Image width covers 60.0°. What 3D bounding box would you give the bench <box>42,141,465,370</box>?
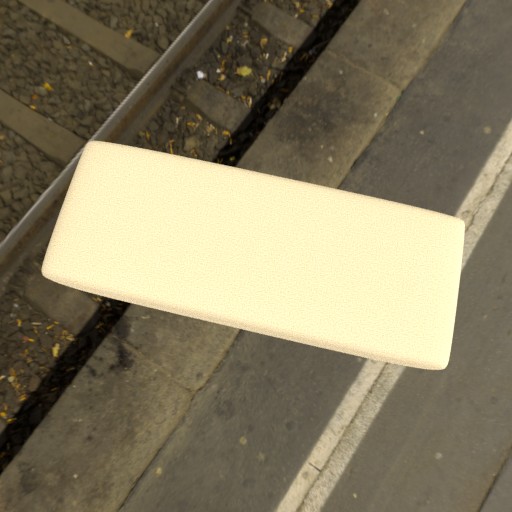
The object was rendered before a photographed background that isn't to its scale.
[{"bbox_3d":[0.000,0.000,1.919,1.609,0.393,0.646,13,76,3],"label":"bench"}]
